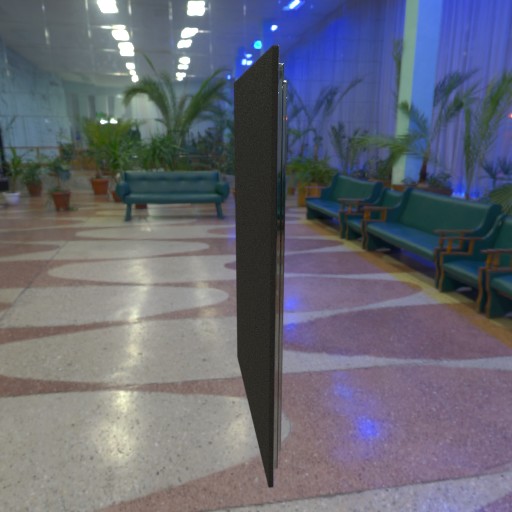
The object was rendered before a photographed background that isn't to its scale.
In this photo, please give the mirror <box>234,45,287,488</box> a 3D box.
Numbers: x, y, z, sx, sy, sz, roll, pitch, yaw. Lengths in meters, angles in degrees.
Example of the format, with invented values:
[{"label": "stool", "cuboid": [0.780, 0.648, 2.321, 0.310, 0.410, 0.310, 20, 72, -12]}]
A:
[{"label": "mirror", "cuboid": [0.000, 0.000, 1.168, 0.039, 0.914, 0.613, -2, 16, -9]}]
